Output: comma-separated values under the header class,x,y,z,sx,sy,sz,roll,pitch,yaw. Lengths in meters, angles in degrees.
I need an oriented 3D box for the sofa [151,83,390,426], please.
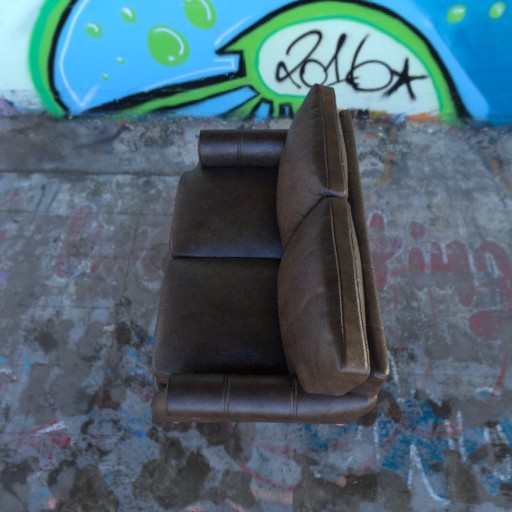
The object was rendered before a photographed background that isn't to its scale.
class,x,y,z,sx,sy,sz,roll,pitch,yaw
sofa,0.000,0.000,2.220,0.990,0.976,1.616,1,57,1
